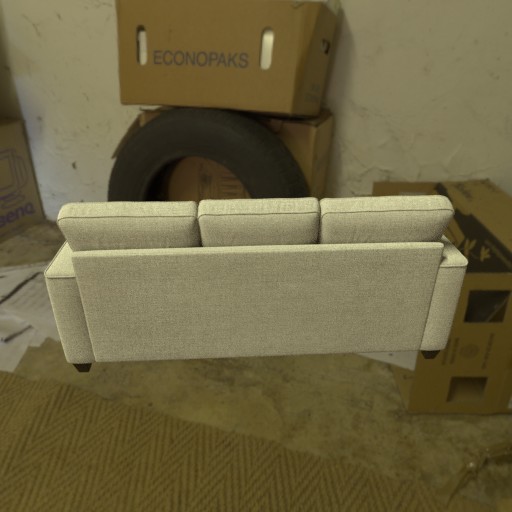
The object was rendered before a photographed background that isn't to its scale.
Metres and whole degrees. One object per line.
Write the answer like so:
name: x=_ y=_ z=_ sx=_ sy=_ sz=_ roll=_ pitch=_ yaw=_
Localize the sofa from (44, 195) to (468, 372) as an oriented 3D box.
sofa: x=0.000 y=0.000 z=2.667 sx=2.133 sy=0.965 sz=0.939 roll=-2 pitch=29 yaw=-3
